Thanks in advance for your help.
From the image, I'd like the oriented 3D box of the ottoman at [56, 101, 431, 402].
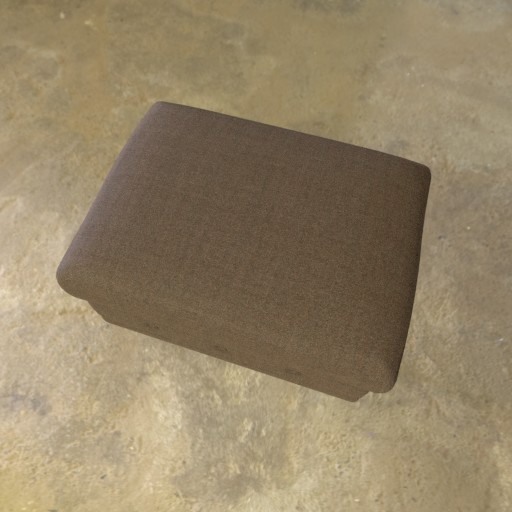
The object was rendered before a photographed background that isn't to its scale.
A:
[{"bbox_3d":[0.000,0.000,1.247,0.809,0.555,0.599,16,64,8],"label":"ottoman"}]
